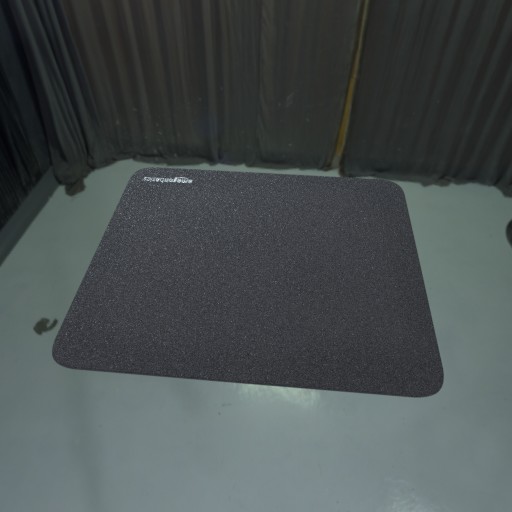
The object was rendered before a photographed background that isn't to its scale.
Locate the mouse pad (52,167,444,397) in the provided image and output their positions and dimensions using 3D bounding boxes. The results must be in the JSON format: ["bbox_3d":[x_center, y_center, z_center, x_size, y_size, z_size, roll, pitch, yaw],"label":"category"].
[{"bbox_3d":[0.000,0.000,0.432,0.315,0.002,0.269,4,47,3],"label":"mouse pad"}]
